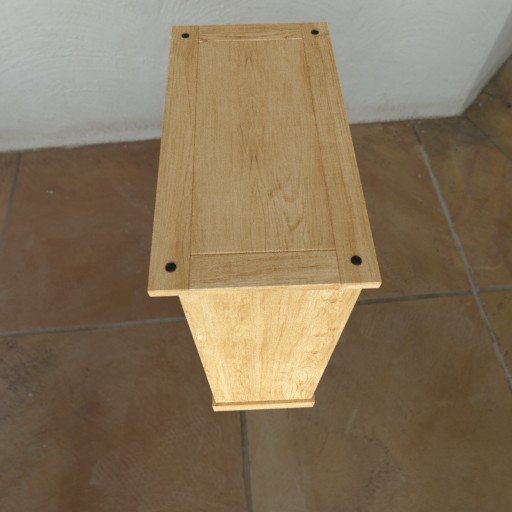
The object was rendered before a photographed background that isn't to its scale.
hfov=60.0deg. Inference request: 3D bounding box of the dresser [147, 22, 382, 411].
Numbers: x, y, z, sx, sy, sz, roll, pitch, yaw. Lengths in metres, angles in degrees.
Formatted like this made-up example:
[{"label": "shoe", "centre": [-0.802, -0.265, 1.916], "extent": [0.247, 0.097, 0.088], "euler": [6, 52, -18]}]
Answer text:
[{"label": "dresser", "centre": [0.000, 0.000, 1.701], "extent": [0.485, 1.300, 0.915], "euler": [-2, 59, -1]}]
